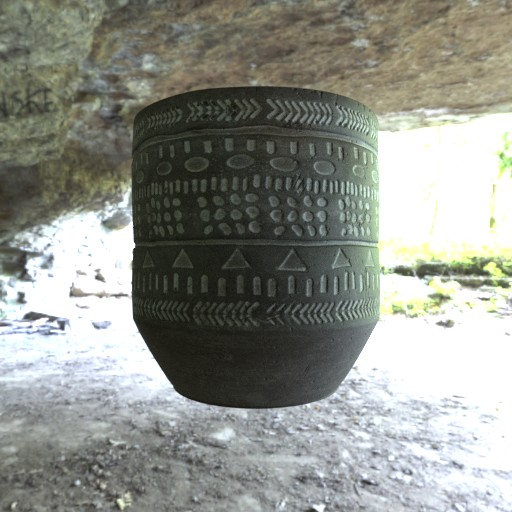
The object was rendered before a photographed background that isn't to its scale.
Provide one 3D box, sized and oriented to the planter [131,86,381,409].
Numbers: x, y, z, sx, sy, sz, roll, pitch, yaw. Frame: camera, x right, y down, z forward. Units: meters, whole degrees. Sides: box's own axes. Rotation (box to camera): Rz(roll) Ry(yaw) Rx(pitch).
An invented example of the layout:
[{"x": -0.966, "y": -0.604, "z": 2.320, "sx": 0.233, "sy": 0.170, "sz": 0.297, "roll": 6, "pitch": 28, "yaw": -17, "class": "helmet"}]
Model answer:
[{"x": 0.000, "y": 0.000, "z": 0.263, "sx": 0.142, "sy": 0.149, "sz": 0.142, "roll": 0, "pitch": 0, "yaw": 0, "class": "planter"}]
